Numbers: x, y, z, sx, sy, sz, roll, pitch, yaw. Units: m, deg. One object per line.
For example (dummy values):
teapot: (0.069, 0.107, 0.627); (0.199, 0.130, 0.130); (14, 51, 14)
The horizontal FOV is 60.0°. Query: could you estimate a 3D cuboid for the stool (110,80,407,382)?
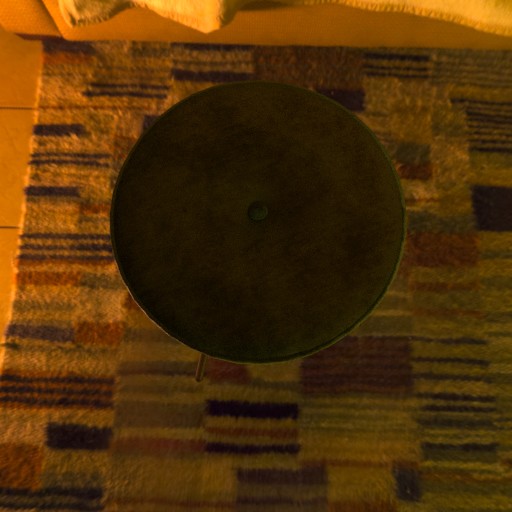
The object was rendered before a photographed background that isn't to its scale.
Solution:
stool: (0.000, 0.000, 0.905); (0.457, 0.595, 0.430); (-18, 77, -4)
